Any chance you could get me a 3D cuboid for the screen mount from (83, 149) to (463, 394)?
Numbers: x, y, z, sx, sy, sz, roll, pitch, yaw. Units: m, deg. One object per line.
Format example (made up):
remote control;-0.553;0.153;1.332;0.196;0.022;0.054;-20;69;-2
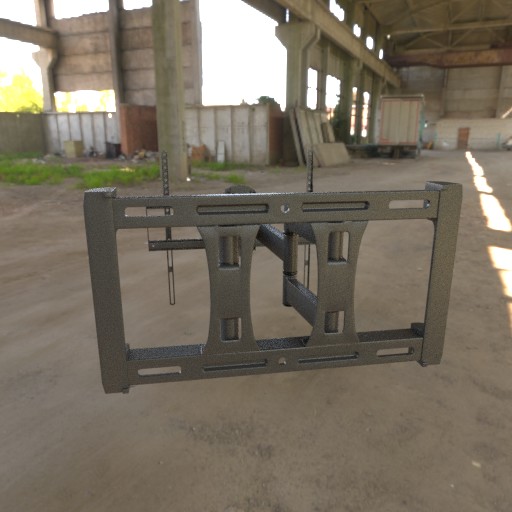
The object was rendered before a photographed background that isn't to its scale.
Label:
screen mount;0.000;0.000;0.956;0.571;0.424;0.556;-3;16;-9
